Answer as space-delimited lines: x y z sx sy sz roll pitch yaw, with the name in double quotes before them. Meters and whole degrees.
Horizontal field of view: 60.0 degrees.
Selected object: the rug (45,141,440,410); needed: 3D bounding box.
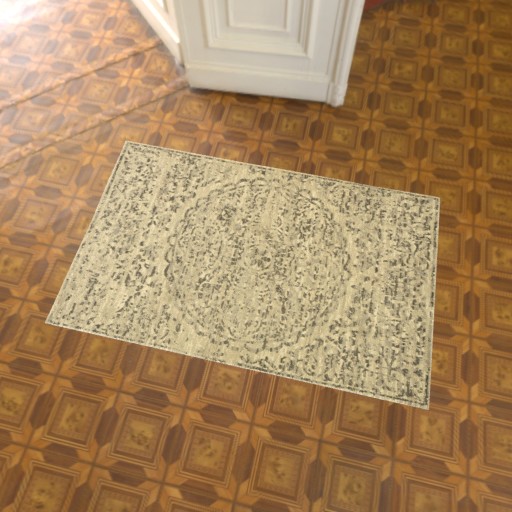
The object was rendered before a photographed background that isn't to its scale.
"rug" 0.000 0.000 3.066 2.447 0.021 1.527 11 65 5
